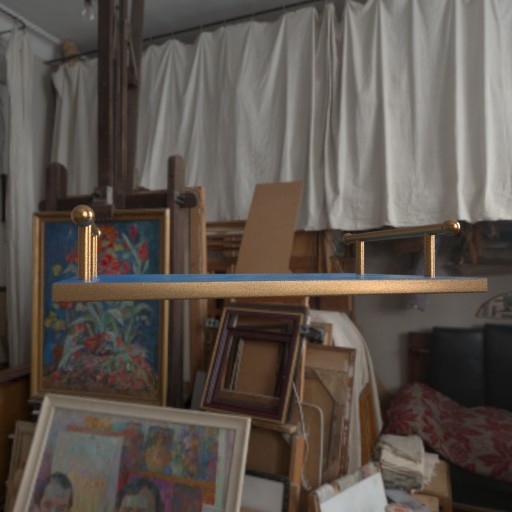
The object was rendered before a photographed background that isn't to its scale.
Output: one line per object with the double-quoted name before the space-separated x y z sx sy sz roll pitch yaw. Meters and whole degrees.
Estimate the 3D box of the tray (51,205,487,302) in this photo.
"tray" 0.000 0.000 0.570 0.444 0.084 0.304 0 -1 -18
